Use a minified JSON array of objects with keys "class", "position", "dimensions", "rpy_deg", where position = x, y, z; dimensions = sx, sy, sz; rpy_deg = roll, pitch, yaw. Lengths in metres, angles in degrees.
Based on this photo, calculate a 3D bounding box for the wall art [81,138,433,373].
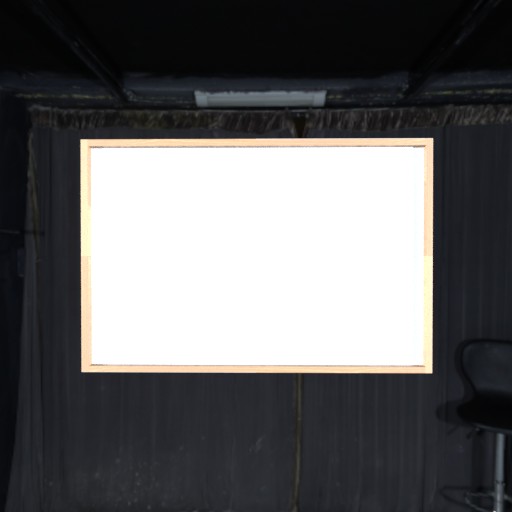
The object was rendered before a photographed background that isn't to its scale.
[{"class":"wall art","position":[0.000,0.000,1.162],"dimensions":[0.914,0.607,0.023],"rpy_deg":[0,1,1]}]
